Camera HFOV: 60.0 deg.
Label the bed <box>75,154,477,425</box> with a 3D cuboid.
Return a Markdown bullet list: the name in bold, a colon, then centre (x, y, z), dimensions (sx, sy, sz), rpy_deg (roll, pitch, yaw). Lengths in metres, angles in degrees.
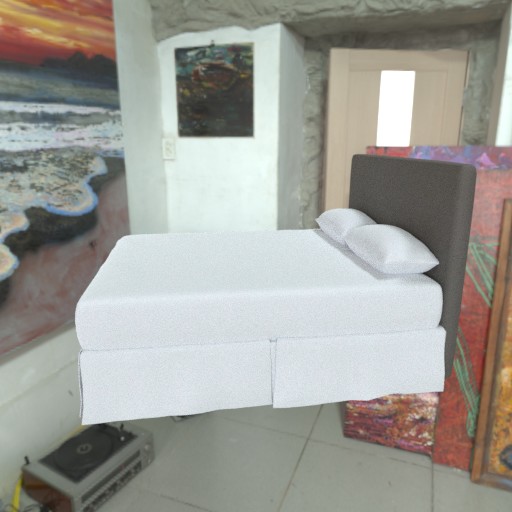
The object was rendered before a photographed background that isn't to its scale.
- **bed**: centre (0.000, 0.000, 3.074), dimensions (2.142, 1.330, 1.723), rpy_deg (-2, 15, -8)
